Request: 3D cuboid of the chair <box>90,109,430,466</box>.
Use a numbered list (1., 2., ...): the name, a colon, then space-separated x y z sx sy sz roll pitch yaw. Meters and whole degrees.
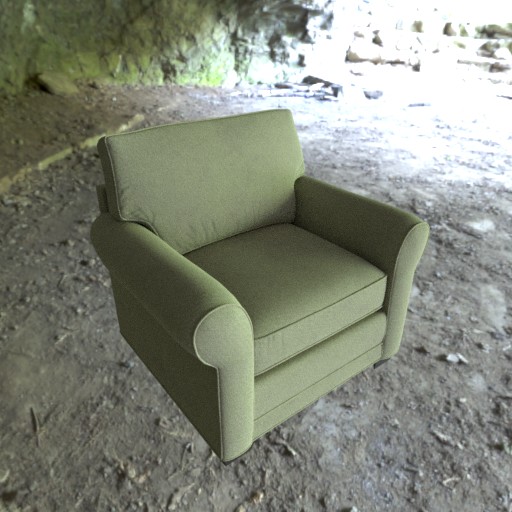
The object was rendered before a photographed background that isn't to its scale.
1. chair: 0.000 0.000 1.885 1.147 1.044 0.939 -20 34 -32
